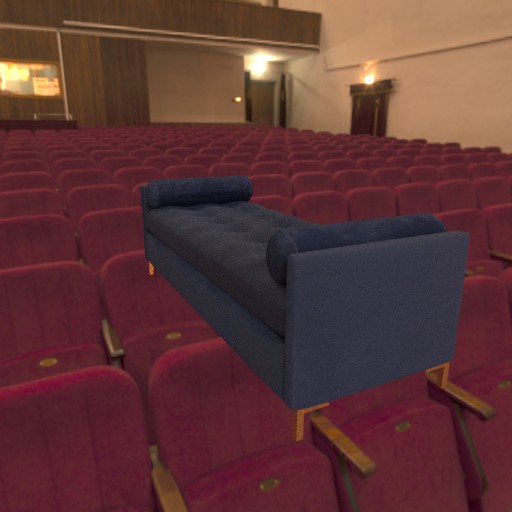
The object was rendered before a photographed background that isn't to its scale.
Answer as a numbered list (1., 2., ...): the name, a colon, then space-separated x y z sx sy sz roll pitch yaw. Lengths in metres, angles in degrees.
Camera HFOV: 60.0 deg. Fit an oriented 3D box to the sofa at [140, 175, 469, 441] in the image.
1. sofa: 0.000 0.000 2.462 0.796 0.705 2.102 -8 18 -26
